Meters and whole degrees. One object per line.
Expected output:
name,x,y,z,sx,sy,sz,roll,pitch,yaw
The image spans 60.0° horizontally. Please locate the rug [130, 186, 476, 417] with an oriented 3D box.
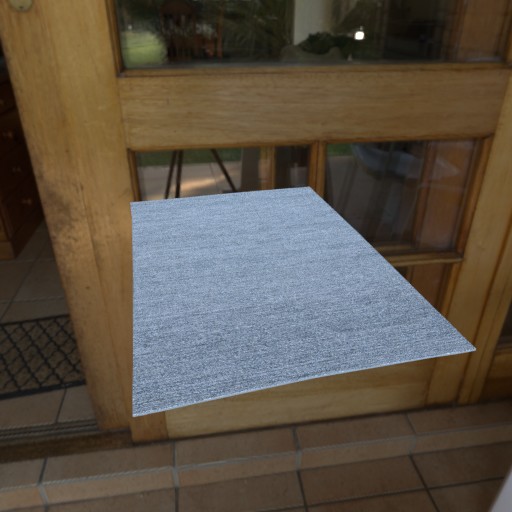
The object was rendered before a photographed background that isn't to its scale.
rug,0.000,0.000,2.947,1.616,0.030,2.338,-7,30,-12
